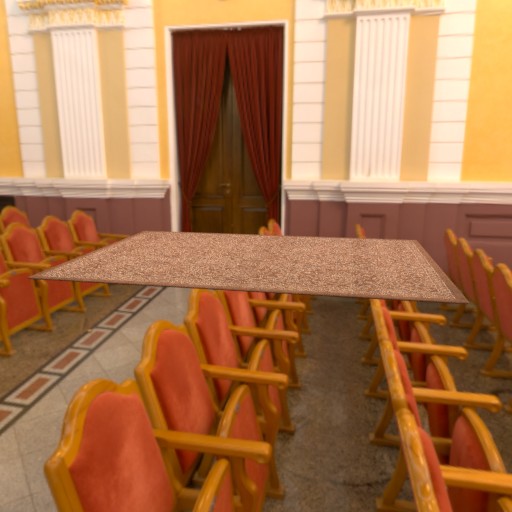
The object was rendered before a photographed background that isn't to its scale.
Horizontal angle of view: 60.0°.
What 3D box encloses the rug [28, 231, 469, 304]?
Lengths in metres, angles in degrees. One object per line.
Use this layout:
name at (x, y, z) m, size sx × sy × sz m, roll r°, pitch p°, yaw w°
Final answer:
rug at (0.000, 0.000, 2.966) m, size 2.286 × 0.011 × 1.524 m, roll 2°, pitch 13°, yaw 10°
